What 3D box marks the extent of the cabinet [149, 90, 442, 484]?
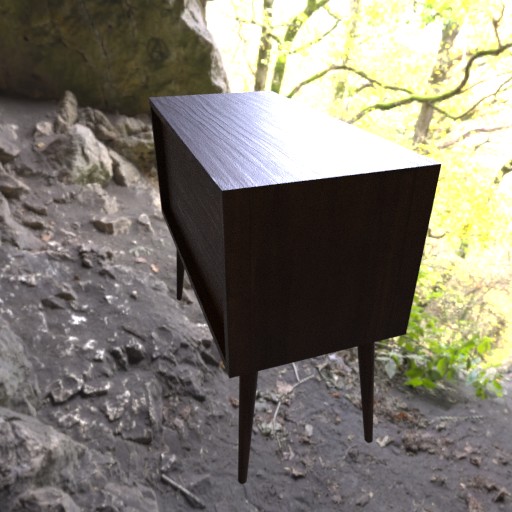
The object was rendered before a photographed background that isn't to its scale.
[{"bbox_3d":[0.000,0.000,1.101,0.354,0.654,0.743,-10,31,-17],"label":"cabinet"}]
